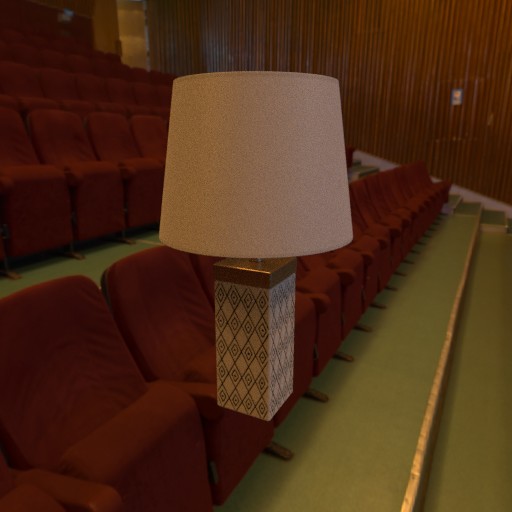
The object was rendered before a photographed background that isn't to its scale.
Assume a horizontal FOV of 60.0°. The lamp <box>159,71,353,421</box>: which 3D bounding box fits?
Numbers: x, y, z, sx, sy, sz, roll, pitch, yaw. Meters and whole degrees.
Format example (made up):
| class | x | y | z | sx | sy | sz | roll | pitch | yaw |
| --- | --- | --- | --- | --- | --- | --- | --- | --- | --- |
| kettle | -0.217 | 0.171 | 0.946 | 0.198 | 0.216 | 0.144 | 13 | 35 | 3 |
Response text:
| class | x | y | z | sx | sy | sz | roll | pitch | yaw |
| --- | --- | --- | --- | --- | --- | --- | --- | --- | --- |
| lamp | 0.000 | 0.000 | 0.595 | 0.251 | 0.435 | 0.251 | 0 | 15 | 0 |
